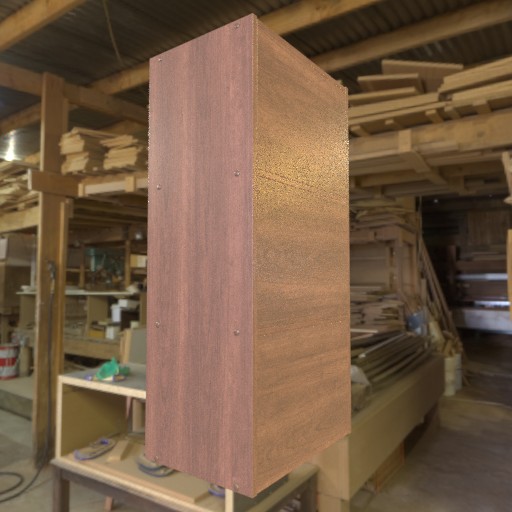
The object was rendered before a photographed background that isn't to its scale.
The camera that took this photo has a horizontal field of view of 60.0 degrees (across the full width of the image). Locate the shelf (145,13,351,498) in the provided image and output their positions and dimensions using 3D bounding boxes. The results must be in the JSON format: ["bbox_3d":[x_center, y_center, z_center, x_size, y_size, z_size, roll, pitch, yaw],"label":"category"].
[{"bbox_3d":[0.000,0.000,1.053,0.290,0.879,0.414,-2,-3,37],"label":"shelf"}]
